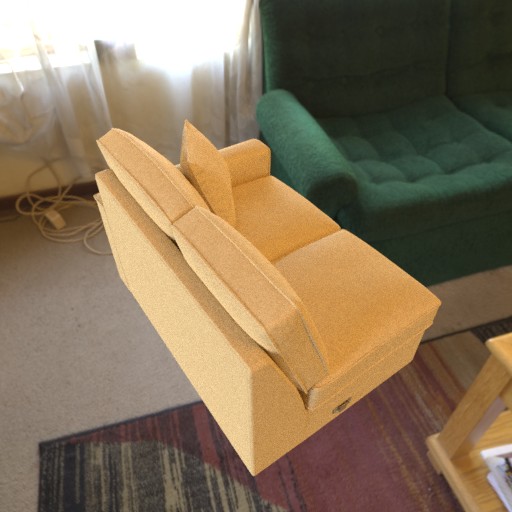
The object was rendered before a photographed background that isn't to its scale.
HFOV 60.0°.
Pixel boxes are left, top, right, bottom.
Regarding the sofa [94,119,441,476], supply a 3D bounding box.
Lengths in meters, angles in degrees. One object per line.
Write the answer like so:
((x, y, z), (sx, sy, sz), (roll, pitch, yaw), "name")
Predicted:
((0.000, 0.000, 2.056), (0.991, 0.989, 1.388), (-26, 49, -25), "sofa")
